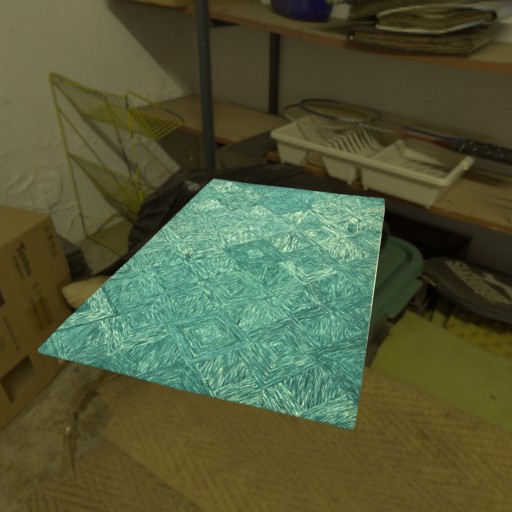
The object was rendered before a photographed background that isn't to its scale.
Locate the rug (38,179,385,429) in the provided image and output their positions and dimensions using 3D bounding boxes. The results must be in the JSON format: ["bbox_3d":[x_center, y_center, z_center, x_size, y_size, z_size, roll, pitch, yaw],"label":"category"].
[{"bbox_3d":[0.000,0.000,2.149,1.136,0.017,1.728,9,33,14],"label":"rug"}]
